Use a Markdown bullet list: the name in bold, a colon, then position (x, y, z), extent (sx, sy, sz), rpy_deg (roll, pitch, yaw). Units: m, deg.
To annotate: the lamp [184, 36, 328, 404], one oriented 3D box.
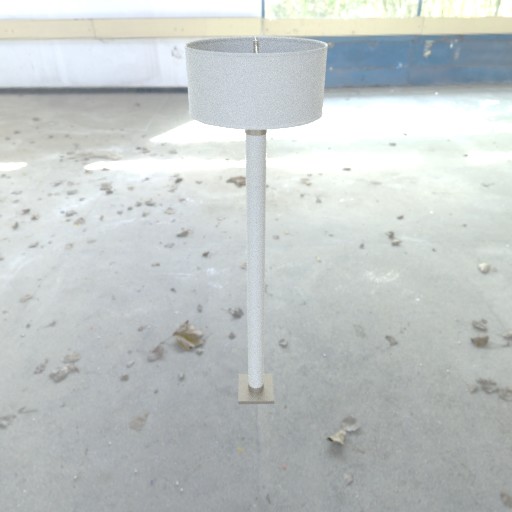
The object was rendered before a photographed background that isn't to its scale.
- **lamp**: position (0.000, 0.000, 1.678), extent (0.420, 1.475, 0.420), rpy_deg (0, 32, -1)
